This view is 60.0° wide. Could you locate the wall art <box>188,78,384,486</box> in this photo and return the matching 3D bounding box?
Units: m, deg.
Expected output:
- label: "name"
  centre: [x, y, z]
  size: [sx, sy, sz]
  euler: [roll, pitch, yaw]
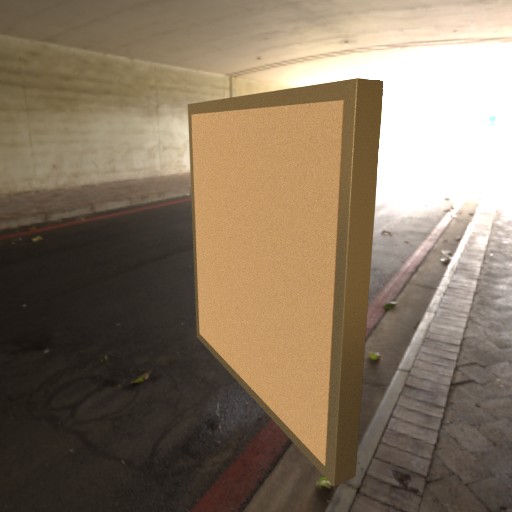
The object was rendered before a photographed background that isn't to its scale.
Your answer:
- label: "wall art"
  centre: [0.000, 0.000, 0.448]
  size: [0.023, 0.305, 0.305]
  euler: [-8, 18, -27]
